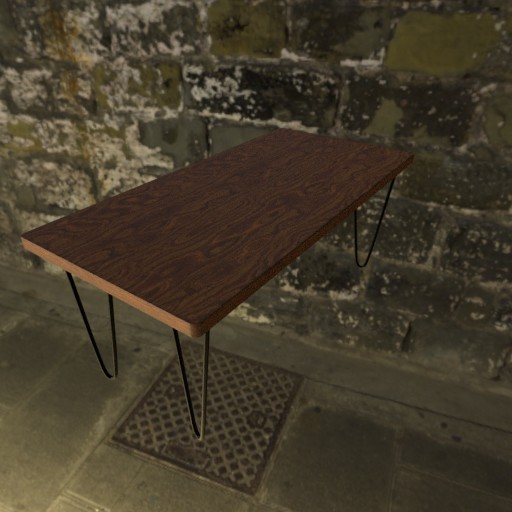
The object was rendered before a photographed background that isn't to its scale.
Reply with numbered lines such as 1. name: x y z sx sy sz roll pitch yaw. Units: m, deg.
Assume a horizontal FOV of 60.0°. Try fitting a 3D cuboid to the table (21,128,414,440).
1. table: 0.000 0.000 2.236 0.883 0.753 1.791 21 37 30
